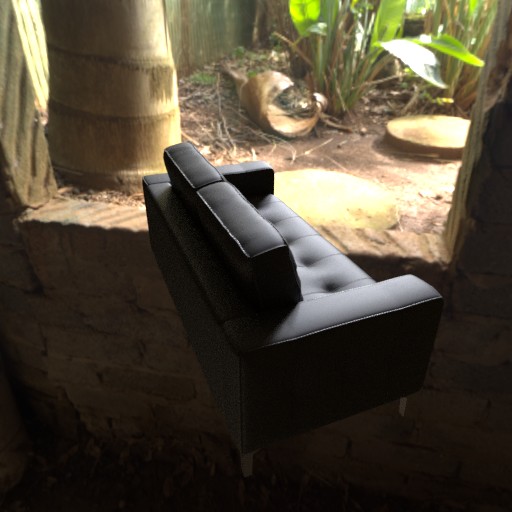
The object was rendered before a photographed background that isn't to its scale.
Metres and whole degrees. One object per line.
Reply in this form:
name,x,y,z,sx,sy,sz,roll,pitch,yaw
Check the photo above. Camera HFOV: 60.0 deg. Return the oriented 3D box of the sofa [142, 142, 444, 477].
sofa,0.000,0.000,2.244,0.833,0.893,1.726,-12,32,-19
